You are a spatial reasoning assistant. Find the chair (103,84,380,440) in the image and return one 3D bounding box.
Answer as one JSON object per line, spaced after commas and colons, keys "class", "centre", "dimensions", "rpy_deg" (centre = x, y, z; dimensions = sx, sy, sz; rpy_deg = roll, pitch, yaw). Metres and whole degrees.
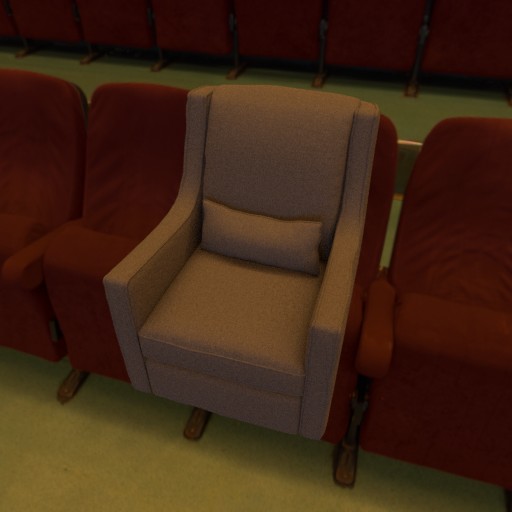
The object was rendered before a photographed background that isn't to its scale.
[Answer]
{"class": "chair", "centre": [0.000, 0.000, 1.638], "dimensions": [0.732, 0.993, 0.879], "rpy_deg": [11, 41, 13]}
